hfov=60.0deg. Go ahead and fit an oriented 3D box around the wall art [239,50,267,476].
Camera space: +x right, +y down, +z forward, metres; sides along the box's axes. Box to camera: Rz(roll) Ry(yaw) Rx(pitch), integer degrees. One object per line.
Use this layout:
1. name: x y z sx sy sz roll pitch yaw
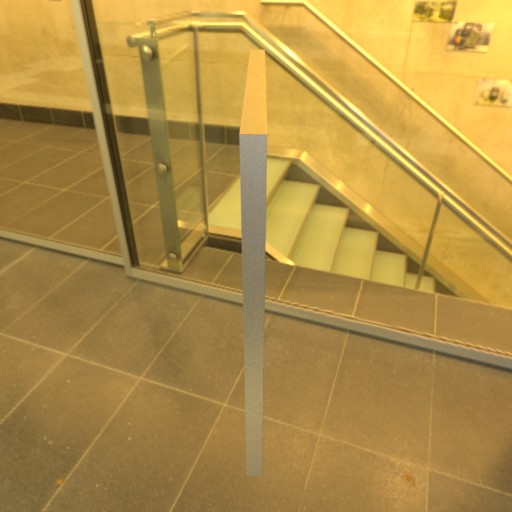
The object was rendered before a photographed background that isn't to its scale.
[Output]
1. wall art: 0.000 0.000 0.750 0.025 0.569 0.444 0 34 1
